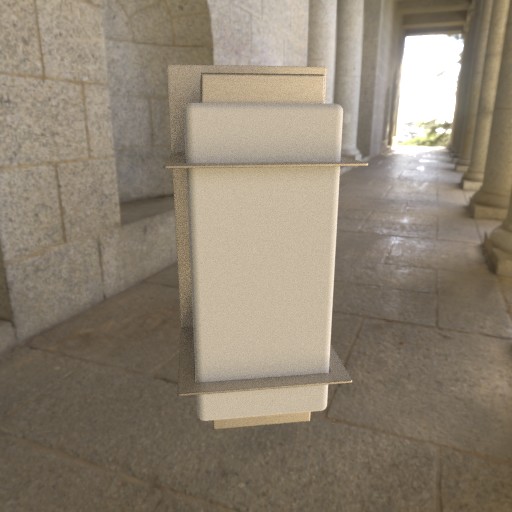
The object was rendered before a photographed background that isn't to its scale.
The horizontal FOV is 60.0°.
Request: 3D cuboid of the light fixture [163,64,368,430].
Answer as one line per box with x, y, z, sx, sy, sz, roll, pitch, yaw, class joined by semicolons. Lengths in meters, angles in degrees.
0.000;0.000;0.463;0.168;0.380;0.160;-2;17;-7;light fixture
